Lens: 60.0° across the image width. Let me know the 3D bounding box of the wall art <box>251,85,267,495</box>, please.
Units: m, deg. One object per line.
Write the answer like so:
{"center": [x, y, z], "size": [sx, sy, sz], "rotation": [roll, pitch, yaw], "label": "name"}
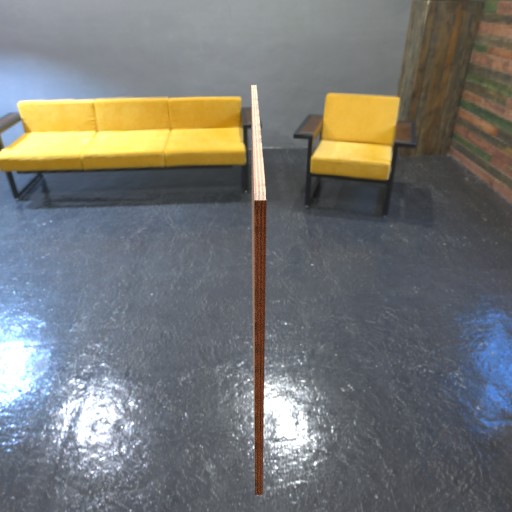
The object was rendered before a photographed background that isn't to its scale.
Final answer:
{"center": [0.000, 0.000, 0.679], "size": [0.010, 0.408, 0.508], "rotation": [0, 31, -1], "label": "wall art"}
